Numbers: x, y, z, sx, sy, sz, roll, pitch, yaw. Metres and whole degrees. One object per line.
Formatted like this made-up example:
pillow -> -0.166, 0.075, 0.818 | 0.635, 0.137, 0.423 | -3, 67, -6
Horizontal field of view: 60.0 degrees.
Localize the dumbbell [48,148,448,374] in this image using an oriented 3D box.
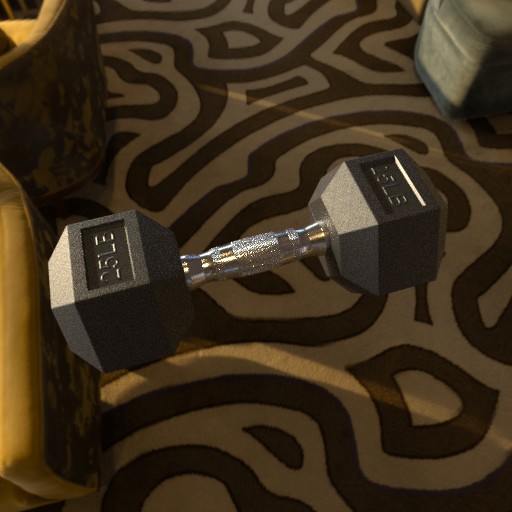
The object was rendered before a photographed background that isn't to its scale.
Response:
dumbbell -> 0.000, 0.000, 0.376 | 0.315, 0.113, 0.129 | -14, 60, -9
